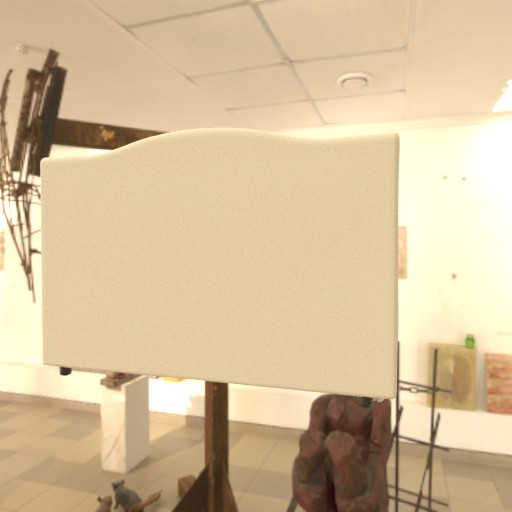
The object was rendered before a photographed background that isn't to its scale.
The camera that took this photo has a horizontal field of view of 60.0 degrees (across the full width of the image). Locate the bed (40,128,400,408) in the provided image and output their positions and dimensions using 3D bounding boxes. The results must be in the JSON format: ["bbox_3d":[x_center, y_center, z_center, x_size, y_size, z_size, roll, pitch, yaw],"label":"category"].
[{"bbox_3d":[0.000,0.000,3.415,2.083,1.421,2.182,0,1,17],"label":"bed"}]
